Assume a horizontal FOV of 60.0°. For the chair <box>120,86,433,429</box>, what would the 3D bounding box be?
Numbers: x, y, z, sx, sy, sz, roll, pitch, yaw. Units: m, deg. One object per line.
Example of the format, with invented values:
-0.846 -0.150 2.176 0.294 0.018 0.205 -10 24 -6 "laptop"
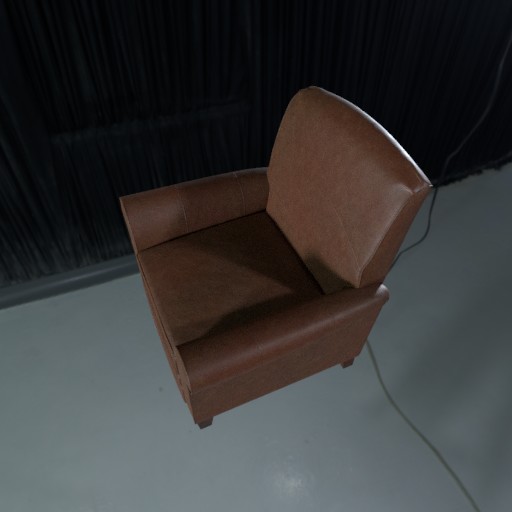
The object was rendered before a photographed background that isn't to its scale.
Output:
0.000 0.000 1.804 0.902 1.061 0.978 -18 48 -17 "chair"
